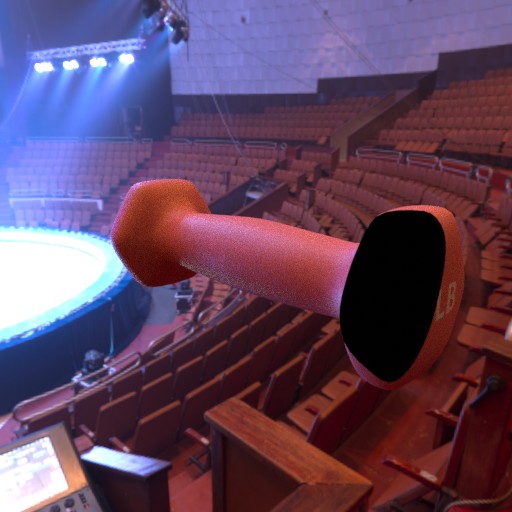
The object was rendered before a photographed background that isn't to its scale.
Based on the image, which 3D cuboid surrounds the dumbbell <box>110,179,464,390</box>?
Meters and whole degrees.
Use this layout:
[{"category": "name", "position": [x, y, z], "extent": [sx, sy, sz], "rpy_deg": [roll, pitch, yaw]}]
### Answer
[{"category": "dumbbell", "position": [0.000, 0.000, 0.145], "extent": [0.047, 0.043, 0.123], "rpy_deg": [-14, 20, -43]}]
